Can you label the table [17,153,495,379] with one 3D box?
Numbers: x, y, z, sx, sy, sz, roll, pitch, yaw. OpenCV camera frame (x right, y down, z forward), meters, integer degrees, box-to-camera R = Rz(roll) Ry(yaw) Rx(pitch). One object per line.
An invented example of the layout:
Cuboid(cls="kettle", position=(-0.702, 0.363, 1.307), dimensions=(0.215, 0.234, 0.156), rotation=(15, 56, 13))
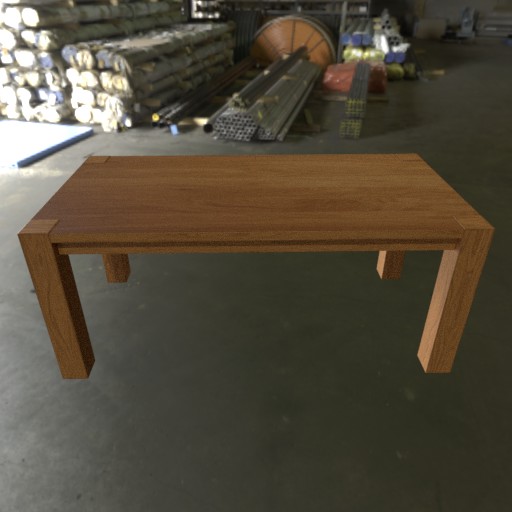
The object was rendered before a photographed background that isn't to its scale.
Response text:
Cuboid(cls="table", position=(0.000, 0.000, 2.247), dimensions=(1.800, 0.760, 0.900), rotation=(-1, 31, -1))
